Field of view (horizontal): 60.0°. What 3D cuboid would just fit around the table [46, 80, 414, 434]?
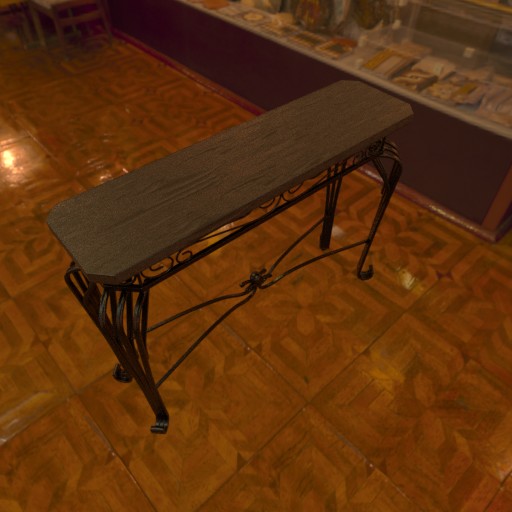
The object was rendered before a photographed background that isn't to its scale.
[{"bbox_3d":[0.000,0.000,1.478,1.112,0.800,0.329,-32,54,-26],"label":"table"}]
